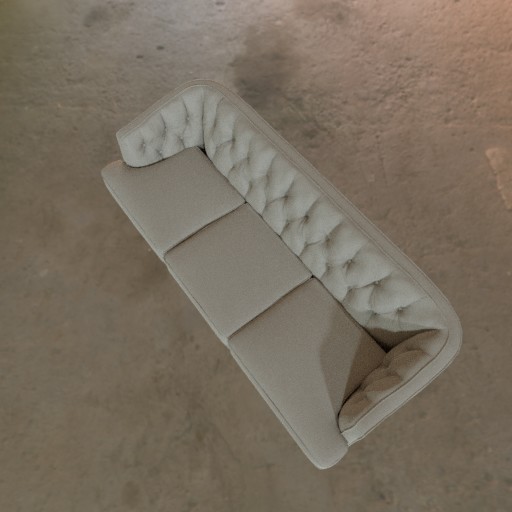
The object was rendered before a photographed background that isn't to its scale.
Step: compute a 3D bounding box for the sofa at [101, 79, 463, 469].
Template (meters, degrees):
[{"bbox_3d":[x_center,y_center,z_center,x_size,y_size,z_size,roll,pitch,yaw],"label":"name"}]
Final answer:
[{"bbox_3d":[0.000,0.000,2.676,0.941,0.855,2.278,-34,67,-17],"label":"sofa"}]
